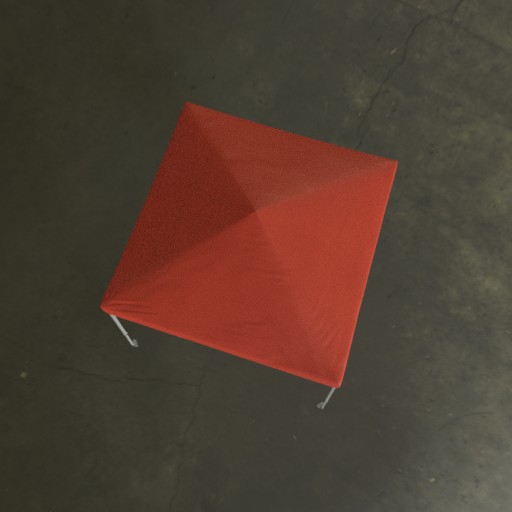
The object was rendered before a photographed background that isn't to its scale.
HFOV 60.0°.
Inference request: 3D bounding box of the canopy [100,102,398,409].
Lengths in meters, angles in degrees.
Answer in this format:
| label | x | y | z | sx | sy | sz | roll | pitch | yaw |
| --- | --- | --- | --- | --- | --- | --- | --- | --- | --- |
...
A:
| label | x | y | z | sx | sy | sz | roll | pitch | yaw |
| --- | --- | --- | --- | --- | --- | --- | --- | --- | --- |
| canopy | 0.000 | 0.000 | 5.258 | 2.850 | 2.850 | 2.849 | 17 | 75 | 5 |
